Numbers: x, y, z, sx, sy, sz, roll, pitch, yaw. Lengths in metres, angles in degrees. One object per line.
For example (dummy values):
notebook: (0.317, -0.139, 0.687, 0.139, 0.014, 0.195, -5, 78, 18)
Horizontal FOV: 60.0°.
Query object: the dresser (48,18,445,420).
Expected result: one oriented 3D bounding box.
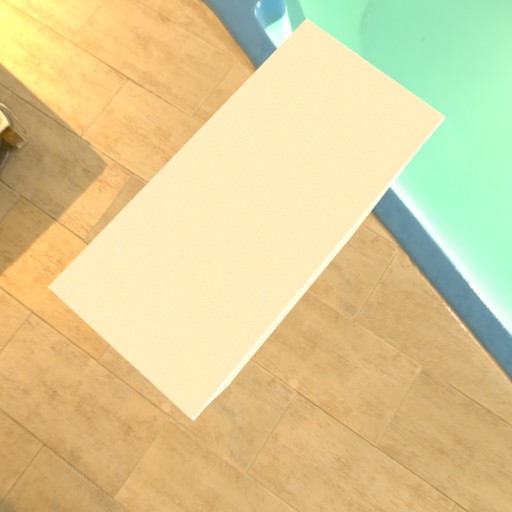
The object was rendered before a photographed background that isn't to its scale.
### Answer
dresser: (0.000, 0.000, 1.406, 0.380, 1.040, 0.800, 40, 80, 8)
